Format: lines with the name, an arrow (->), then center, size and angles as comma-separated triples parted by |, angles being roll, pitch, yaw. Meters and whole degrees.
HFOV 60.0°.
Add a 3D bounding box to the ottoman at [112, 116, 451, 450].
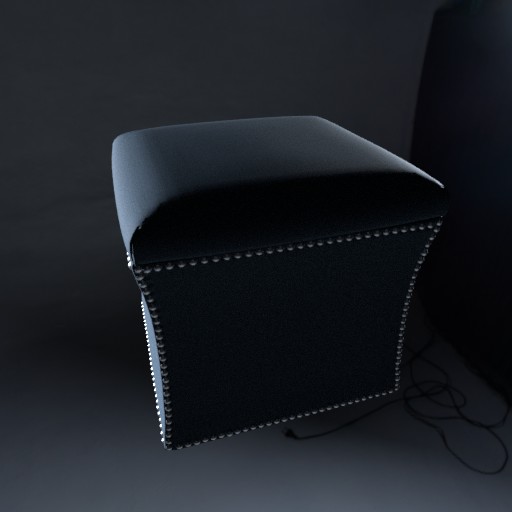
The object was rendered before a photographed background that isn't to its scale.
ottoman -> 0.000, 0.000, 0.911 | 0.507, 0.475, 0.497 | -9, 32, -15
